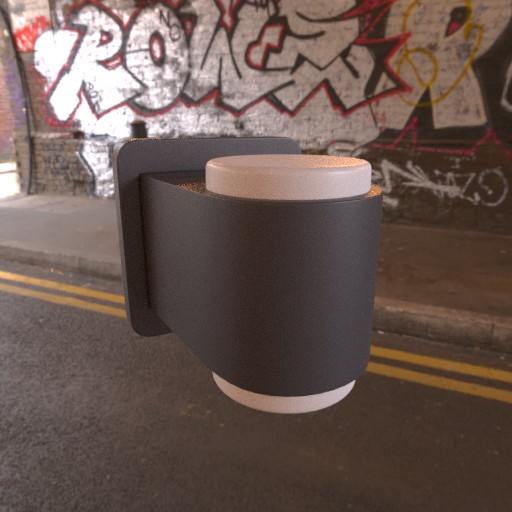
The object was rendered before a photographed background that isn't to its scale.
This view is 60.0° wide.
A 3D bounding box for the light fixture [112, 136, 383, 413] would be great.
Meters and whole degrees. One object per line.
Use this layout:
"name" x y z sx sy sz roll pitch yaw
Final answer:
"light fixture" 0.000 0.000 0.216 0.109 0.109 0.132 -8 19 -26
